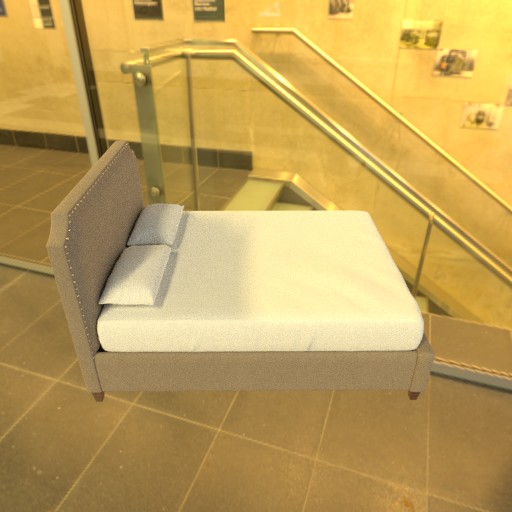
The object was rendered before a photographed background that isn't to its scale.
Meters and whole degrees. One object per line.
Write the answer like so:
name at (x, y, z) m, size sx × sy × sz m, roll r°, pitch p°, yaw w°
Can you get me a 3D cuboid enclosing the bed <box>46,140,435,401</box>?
bed at (0.000, 0.000, 3.464) m, size 2.329 × 1.415 × 1.703 m, roll 0°, pitch 31°, yaw 0°
